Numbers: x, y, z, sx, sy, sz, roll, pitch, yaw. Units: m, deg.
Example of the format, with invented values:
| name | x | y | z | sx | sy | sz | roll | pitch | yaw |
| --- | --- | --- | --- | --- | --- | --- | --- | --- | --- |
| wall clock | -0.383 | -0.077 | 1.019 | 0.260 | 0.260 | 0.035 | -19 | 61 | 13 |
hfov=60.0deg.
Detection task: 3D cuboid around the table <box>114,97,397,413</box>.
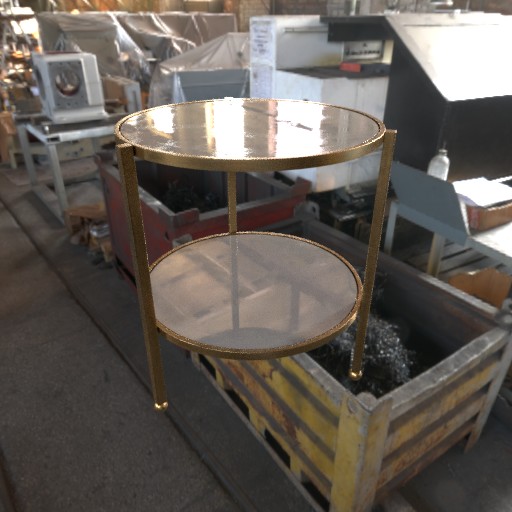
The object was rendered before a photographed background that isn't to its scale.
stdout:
| name | x | y | z | sx | sy | sz | roll | pitch | yaw |
| --- | --- | --- | --- | --- | --- | --- | --- | --- | --- |
| table | 0.000 | 0.000 | 0.454 | 0.243 | 0.269 | 0.231 | 9 | 30 | 16 |
